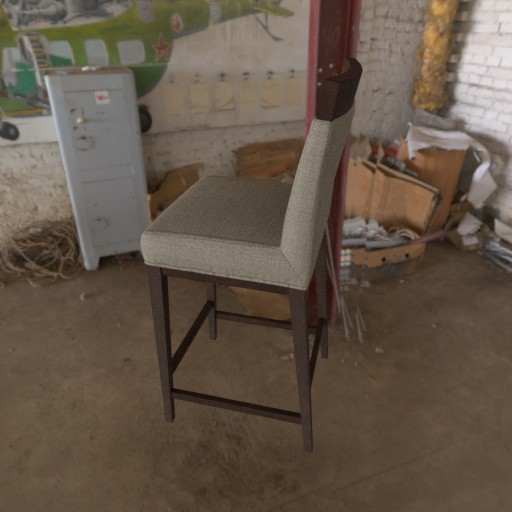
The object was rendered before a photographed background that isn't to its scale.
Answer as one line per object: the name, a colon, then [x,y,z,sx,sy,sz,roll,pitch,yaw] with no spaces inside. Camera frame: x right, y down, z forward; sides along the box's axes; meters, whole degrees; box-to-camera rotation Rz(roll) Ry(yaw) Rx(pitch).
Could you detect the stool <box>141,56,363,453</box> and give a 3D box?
stool: [0.000,0.000,1.393,0.531,1.117,0.511,7,30,13]
